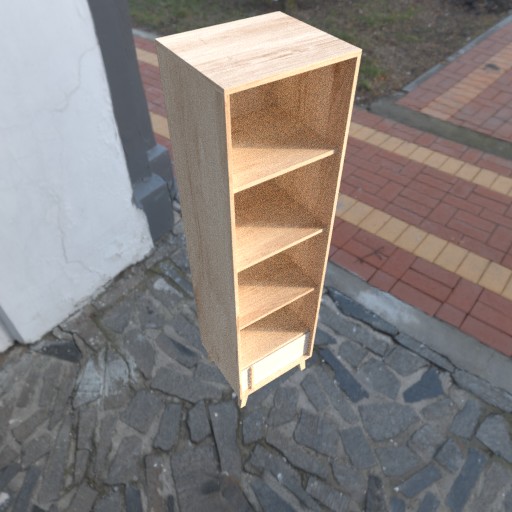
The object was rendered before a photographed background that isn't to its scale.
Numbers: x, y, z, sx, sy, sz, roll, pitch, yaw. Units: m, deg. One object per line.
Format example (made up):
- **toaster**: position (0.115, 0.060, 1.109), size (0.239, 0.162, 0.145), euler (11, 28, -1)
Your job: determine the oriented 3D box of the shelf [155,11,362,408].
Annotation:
- **shelf**: position (0.000, 0.000, 2.136), size (0.510, 1.960, 0.450), euler (-25, 51, -23)
